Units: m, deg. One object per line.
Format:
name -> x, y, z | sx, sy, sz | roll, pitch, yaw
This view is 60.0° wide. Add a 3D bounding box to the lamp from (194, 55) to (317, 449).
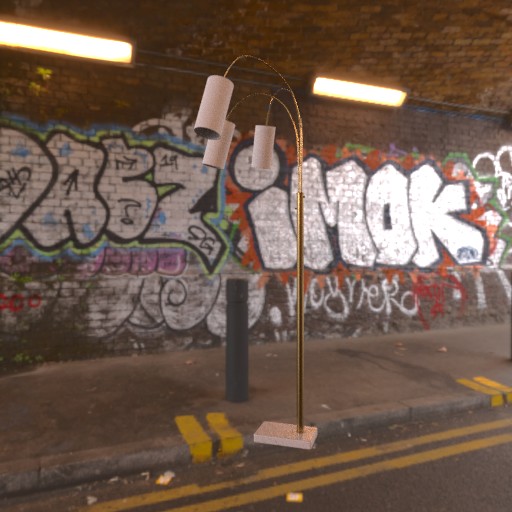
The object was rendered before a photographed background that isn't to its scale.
lamp -> 0.000, 0.000, 2.530 | 0.667, 2.055, 1.020 | 0, 0, 18
